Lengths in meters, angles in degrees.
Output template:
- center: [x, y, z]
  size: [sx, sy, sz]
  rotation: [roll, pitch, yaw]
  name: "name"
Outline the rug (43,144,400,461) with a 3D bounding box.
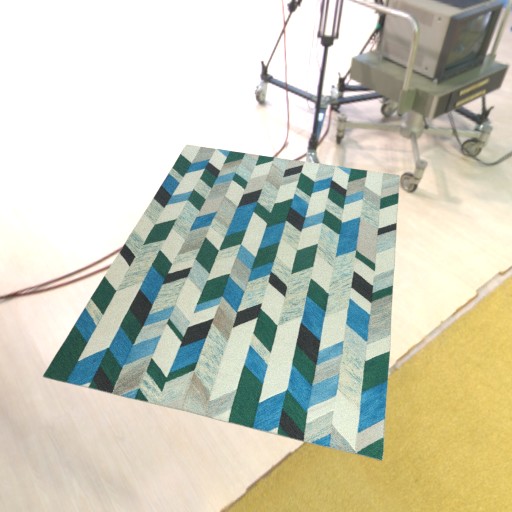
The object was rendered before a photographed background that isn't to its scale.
- center: [0.000, 0.000, 3.990]
  size: [2.440, 0.008, 3.036]
  rotation: [10, 49, 9]
  name: "rug"
